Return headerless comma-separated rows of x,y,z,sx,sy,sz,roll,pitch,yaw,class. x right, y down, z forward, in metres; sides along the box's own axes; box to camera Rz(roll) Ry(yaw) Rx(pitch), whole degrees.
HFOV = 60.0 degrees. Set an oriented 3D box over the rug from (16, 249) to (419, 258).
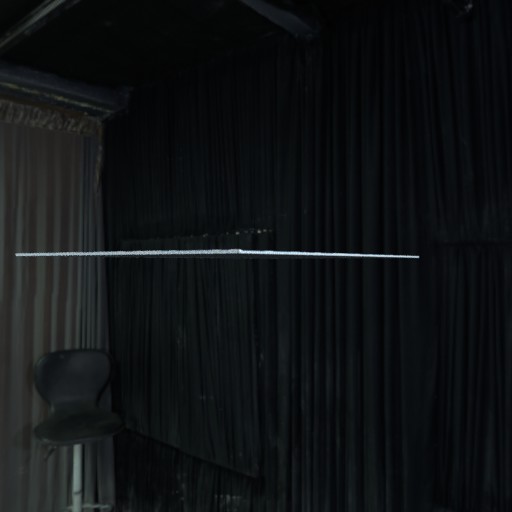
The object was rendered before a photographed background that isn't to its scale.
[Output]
0.000,0.000,2.997,1.518,0.015,2.438,0,-1,34,rug
